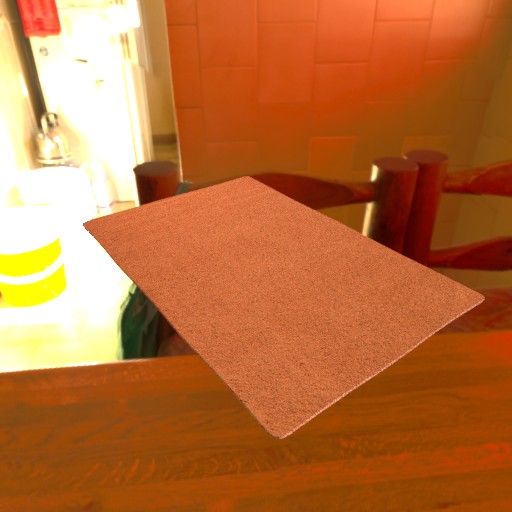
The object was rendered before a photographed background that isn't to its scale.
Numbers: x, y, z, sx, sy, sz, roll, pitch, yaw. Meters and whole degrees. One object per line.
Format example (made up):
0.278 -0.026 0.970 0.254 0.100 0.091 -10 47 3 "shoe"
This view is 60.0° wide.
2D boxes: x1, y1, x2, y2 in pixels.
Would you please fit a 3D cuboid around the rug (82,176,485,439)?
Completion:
0.000 0.000 3.398 1.801 0.024 2.700 -22 38 -31 "rug"
